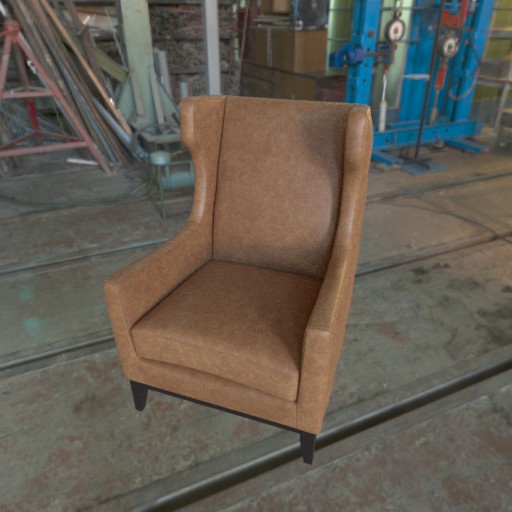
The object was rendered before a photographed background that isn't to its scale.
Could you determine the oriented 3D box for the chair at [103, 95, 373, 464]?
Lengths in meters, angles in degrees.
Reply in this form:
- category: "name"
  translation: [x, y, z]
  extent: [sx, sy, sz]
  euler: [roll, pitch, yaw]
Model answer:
- category: "chair"
  translation: [0.000, 0.000, 1.697]
  extent: [0.766, 1.079, 0.899]
  euler: [10, 31, 17]
